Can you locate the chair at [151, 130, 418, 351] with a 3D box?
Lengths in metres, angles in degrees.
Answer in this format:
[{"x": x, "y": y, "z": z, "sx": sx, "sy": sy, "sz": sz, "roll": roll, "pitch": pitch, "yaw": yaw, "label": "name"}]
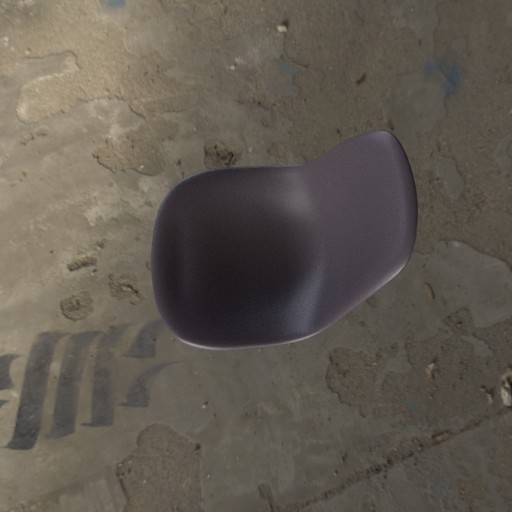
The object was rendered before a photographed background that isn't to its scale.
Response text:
[{"x": 0.000, "y": 0.000, "z": 1.133, "sx": 0.533, "sy": 0.825, "sz": 0.470, "roll": -3, "pitch": 77, "yaw": -1, "label": "chair"}]
